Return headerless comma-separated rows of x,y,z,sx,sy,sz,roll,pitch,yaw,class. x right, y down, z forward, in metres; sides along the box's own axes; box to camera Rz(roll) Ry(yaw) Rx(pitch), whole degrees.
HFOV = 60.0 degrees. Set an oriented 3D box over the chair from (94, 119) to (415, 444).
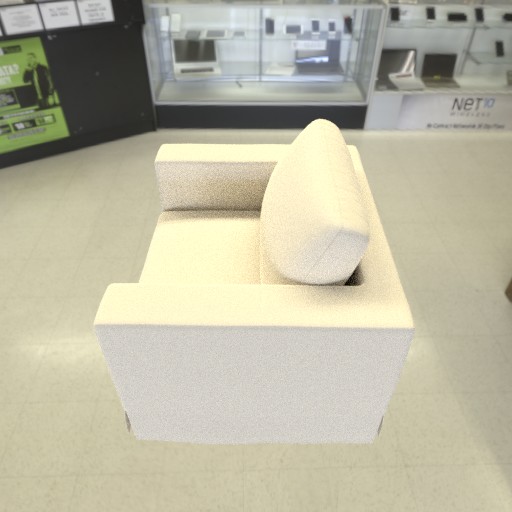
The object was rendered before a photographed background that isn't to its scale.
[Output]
0.000,0.000,1.808,0.957,0.878,1.150,1,41,1,chair
